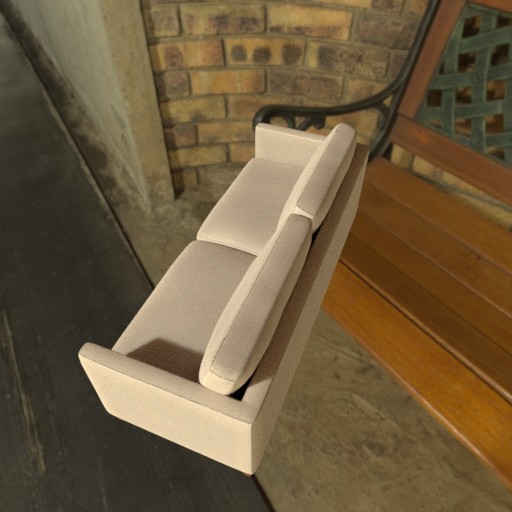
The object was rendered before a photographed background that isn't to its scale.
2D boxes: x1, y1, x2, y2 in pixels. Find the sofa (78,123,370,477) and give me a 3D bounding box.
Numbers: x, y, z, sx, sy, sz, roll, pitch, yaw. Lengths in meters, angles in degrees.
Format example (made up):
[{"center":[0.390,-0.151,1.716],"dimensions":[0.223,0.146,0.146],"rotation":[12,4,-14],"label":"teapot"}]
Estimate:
[{"center":[0.000,0.000,2.933],"dimensions":[0.951,0.968,2.361],"rotation":[16,48,15],"label":"sofa"}]
